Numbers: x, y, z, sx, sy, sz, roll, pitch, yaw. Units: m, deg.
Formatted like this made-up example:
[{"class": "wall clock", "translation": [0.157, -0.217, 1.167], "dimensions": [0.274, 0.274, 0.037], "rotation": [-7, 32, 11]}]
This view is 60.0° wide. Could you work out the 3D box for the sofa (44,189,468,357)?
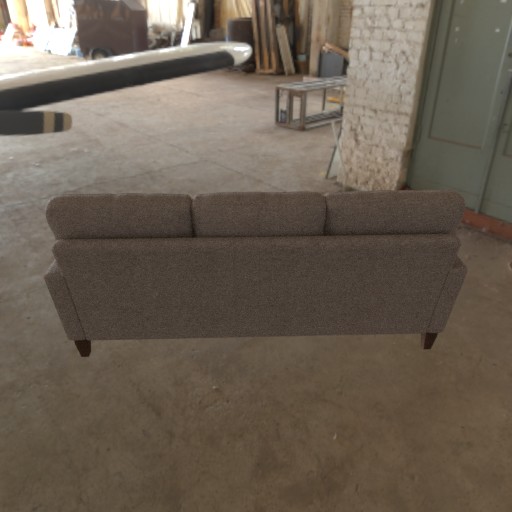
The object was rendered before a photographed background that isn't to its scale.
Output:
[{"class": "sofa", "translation": [0.000, 0.000, 2.603], "dimensions": [2.115, 0.984, 0.888], "rotation": [-1, 29, -2]}]
